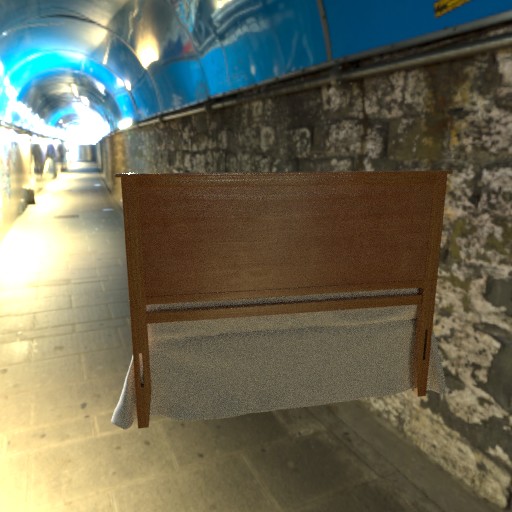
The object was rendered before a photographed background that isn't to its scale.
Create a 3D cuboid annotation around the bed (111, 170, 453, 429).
[{"bbox_3d":[0.000,0.000,3.190,1.870,1.273,2.035,-3,14,-11],"label":"bed"}]
